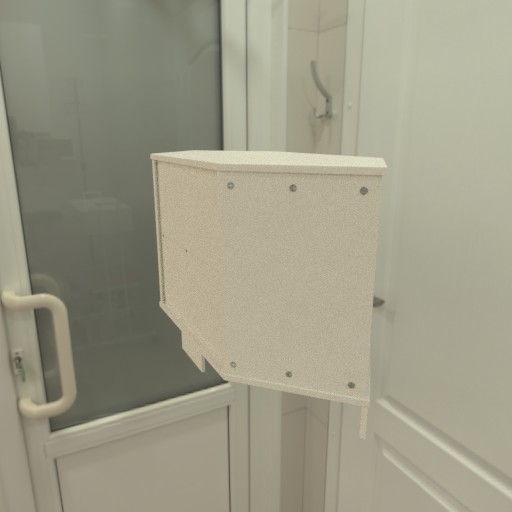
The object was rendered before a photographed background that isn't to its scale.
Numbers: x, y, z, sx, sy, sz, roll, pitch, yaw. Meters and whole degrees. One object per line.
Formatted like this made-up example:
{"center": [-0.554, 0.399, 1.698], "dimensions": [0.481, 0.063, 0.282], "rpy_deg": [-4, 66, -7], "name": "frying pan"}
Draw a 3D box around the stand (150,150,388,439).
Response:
{"center": [0.000, 0.000, 1.389], "dimensions": [0.477, 0.614, 1.072], "rpy_deg": [-8, 17, -27], "name": "stand"}
